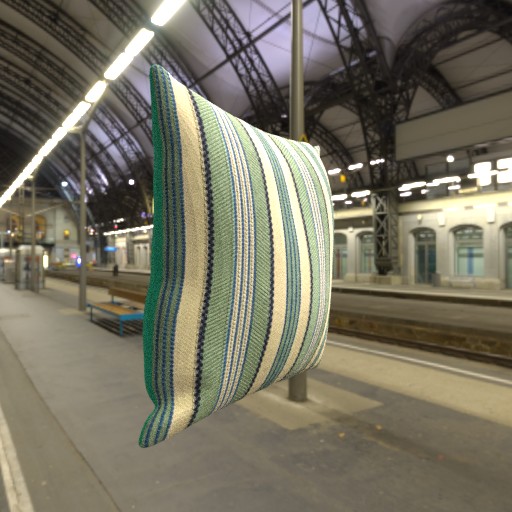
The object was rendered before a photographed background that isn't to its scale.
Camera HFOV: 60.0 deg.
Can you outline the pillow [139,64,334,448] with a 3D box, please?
[{"bbox_3d":[0.000,0.000,0.678,0.182,0.441,0.440,0,0,34],"label":"pillow"}]
